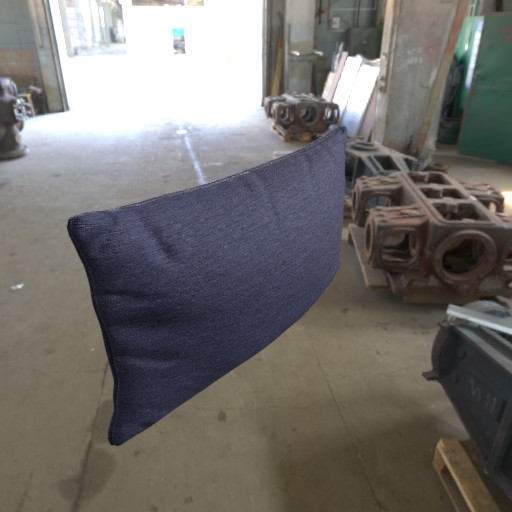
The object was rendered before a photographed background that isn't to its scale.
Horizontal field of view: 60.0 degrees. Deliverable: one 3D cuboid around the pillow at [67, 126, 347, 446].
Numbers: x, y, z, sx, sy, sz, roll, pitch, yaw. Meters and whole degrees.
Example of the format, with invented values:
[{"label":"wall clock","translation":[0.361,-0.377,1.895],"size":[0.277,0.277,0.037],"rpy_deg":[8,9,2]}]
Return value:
[{"label":"pillow","translation":[0.000,0.000,0.751],"size":[0.210,0.338,0.633],"rpy_deg":[18,32,32]}]
